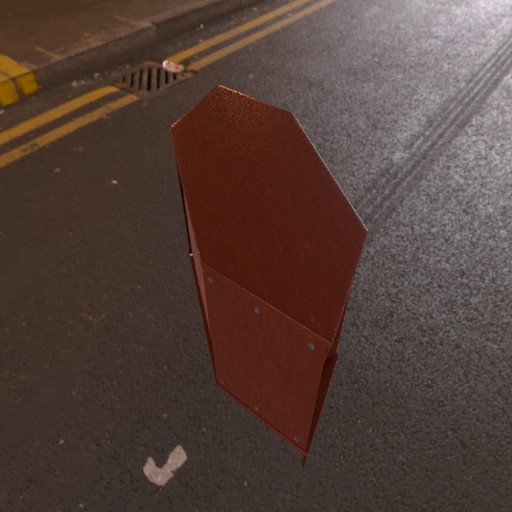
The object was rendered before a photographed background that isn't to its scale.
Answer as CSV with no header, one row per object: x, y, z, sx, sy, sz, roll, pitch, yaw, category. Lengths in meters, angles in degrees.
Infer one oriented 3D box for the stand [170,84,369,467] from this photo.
0.000,0.000,1.363,0.381,0.614,1.072,-10,46,-10,stand
